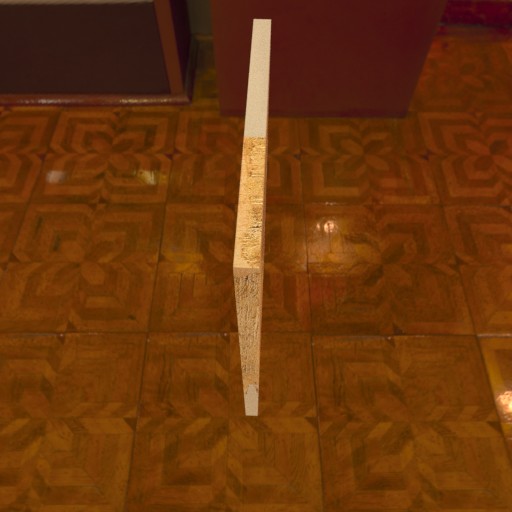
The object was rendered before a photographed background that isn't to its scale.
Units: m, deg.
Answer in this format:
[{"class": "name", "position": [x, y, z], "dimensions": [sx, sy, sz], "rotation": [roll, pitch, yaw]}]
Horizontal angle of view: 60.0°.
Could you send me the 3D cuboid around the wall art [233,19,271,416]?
[{"class": "wall art", "position": [0.000, 0.000, 1.159], "dimensions": [0.039, 0.911, 0.607], "rotation": [2, 58, 1]}]
